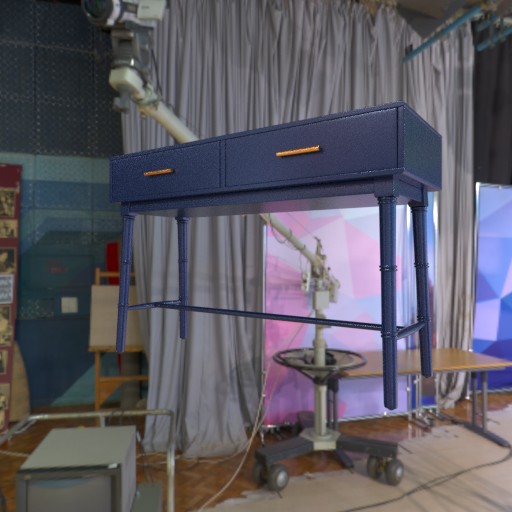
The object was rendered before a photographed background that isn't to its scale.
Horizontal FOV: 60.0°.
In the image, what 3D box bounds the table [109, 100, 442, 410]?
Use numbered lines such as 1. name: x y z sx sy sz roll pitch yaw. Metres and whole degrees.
1. table: 0.000 0.000 1.523 1.118 0.749 0.399 0 1 35
